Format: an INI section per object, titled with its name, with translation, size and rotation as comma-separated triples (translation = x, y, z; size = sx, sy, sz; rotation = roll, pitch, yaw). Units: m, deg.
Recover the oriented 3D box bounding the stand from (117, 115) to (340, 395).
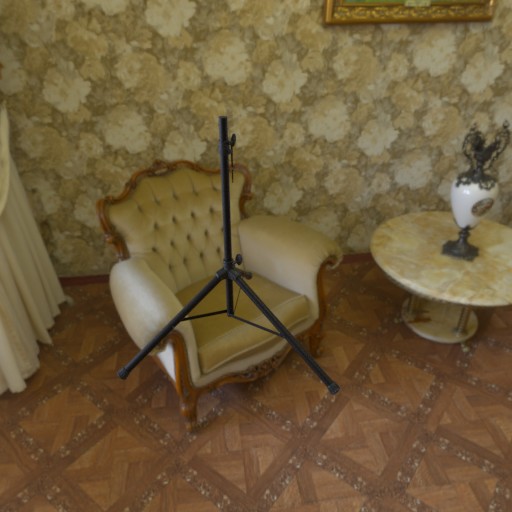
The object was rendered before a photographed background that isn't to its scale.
[stand]
translation = 0.000, 0.000, 1.910
size = 0.907, 1.136, 1.045
rotation = 21, 37, 30
